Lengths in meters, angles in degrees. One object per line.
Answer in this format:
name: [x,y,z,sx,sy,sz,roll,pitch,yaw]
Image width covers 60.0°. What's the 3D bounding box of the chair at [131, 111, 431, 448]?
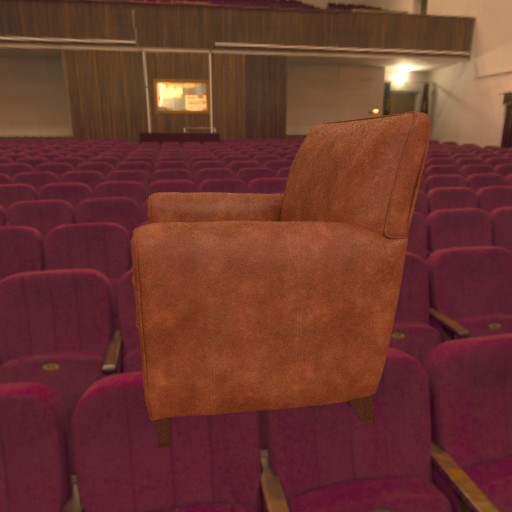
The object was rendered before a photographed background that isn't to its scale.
chair: [0.000,0.000,1.578,0.823,0.943,0.870,-3,15,-10]
